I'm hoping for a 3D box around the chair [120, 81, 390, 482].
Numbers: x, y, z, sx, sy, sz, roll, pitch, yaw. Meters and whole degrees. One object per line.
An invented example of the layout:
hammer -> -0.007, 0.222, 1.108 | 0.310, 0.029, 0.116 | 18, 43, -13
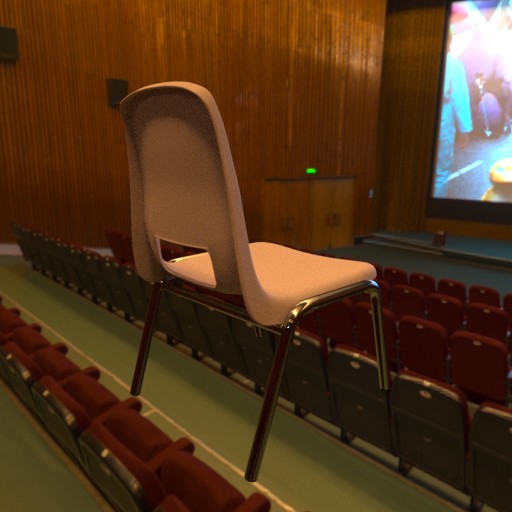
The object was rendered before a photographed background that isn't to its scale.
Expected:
chair -> 0.000, 0.000, 0.778 | 0.354, 0.537, 0.385 | 14, 19, 43
